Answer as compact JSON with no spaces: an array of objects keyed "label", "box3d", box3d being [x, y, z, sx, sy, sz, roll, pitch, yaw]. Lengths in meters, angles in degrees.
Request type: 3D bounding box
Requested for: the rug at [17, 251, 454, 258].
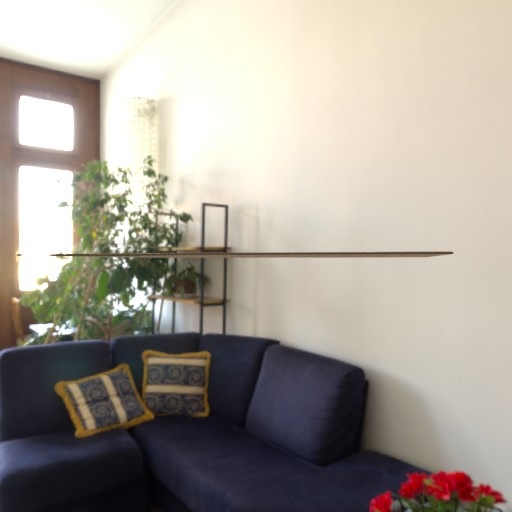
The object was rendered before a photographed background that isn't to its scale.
[{"label":"rug","box3d":[0.000,0.000,3.835,2.895,0.018,2.288,0,-1,18]}]
